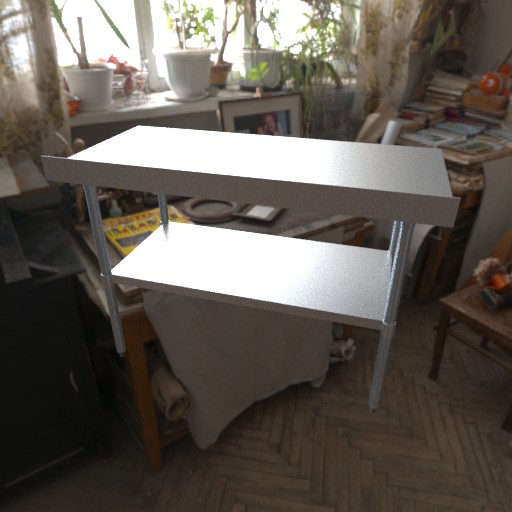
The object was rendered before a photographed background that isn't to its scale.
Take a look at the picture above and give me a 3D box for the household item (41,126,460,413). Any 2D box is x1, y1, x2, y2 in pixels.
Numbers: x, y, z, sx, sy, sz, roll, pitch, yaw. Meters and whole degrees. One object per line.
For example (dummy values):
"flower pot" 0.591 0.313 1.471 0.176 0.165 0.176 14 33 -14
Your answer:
"household item" 0.000 0.000 1.693 1.219 0.851 0.610 8 31 14
